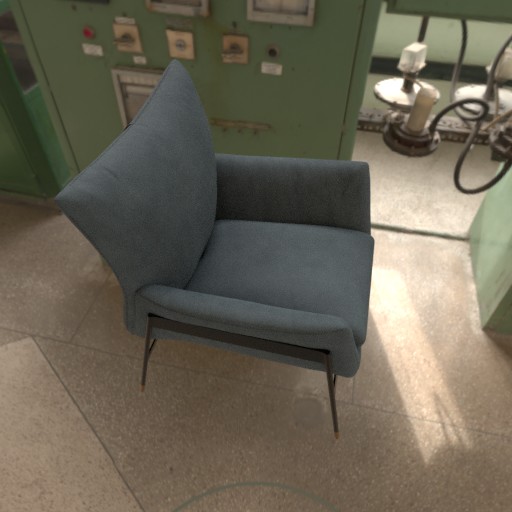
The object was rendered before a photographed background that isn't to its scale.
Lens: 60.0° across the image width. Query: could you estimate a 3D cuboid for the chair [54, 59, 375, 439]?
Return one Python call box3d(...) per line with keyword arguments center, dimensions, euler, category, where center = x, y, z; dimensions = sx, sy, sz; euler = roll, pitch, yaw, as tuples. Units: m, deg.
box3d(center=(0.000, 0.000, 1.355), dimensions=(0.709, 0.858, 0.678), euler=(10, 48, 9), category="chair")
